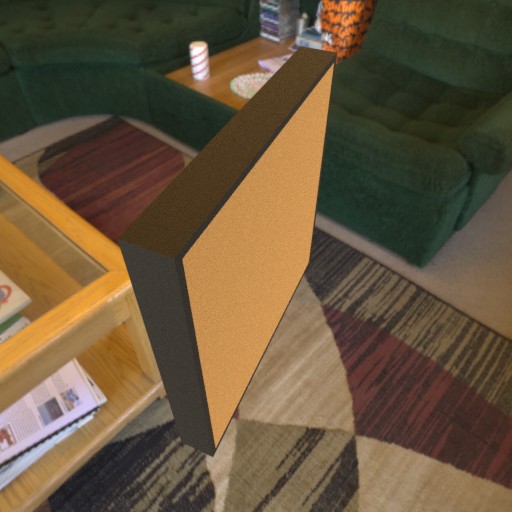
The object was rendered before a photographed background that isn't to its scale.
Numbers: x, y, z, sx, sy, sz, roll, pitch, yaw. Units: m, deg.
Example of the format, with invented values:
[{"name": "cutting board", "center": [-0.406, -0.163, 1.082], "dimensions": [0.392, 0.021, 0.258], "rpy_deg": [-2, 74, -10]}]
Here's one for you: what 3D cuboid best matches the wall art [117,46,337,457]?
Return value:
[{"name": "wall art", "center": [0.000, 0.000, 0.455], "dimensions": [0.038, 0.304, 0.304], "rpy_deg": [18, 49, 16]}]
